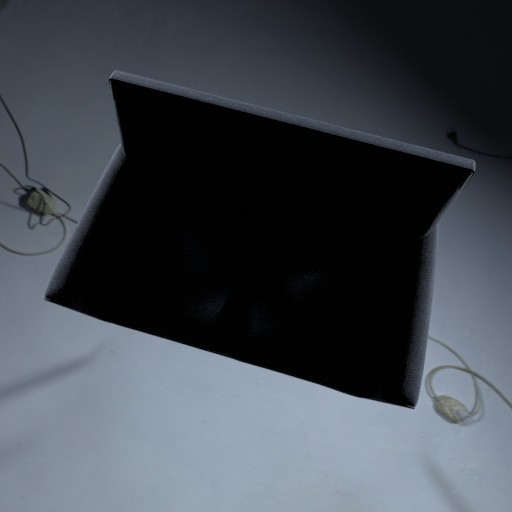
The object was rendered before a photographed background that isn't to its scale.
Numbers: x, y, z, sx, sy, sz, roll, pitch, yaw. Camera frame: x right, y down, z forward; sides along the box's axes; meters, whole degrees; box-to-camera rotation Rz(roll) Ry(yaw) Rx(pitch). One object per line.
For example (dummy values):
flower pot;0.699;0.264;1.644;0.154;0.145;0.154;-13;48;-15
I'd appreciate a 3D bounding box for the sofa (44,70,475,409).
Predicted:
sofa;0.000;0.000;1.873;1.420;0.846;0.875;16;75;4
